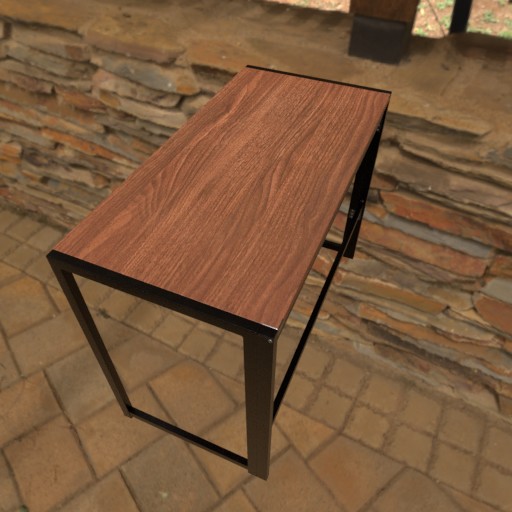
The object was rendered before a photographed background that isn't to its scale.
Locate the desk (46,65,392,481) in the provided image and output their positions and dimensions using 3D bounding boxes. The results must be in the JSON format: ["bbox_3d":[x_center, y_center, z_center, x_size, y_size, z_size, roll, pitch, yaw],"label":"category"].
[{"bbox_3d":[0.000,0.000,1.438,0.508,0.762,1.016,17,49,16],"label":"desk"}]
